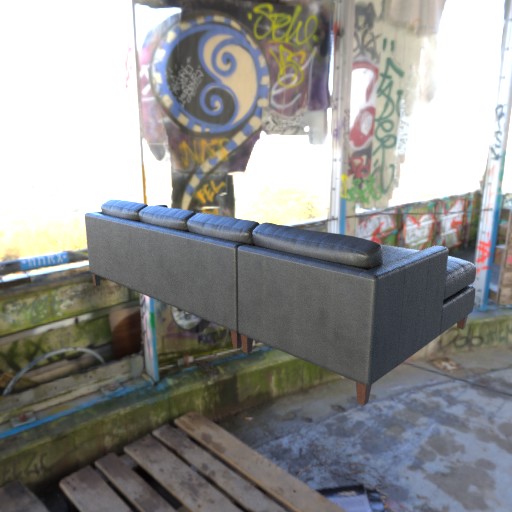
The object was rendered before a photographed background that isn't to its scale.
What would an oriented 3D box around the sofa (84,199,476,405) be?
[{"bbox_3d":[0.000,0.000,3.900,3.203,0.883,1.581,13,19,43],"label":"sofa"}]
